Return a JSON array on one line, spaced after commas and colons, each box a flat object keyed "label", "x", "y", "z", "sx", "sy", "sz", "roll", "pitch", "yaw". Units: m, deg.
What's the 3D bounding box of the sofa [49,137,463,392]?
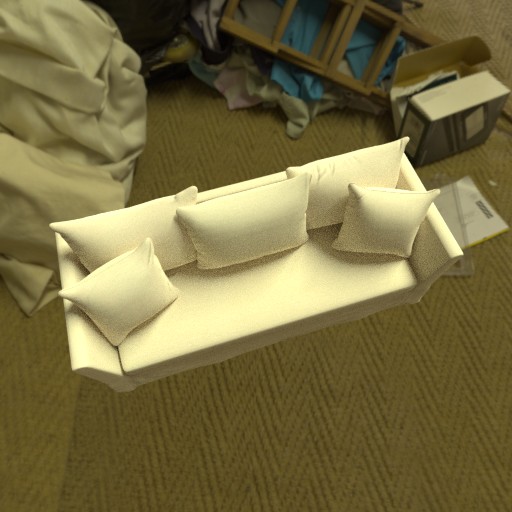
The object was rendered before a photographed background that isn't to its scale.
[{"label": "sofa", "x": 0.000, "y": 0.000, "z": 3.068, "sx": 2.484, "sy": 1.042, "sz": 1.030, "roll": -16, "pitch": 64, "yaw": -8}]
